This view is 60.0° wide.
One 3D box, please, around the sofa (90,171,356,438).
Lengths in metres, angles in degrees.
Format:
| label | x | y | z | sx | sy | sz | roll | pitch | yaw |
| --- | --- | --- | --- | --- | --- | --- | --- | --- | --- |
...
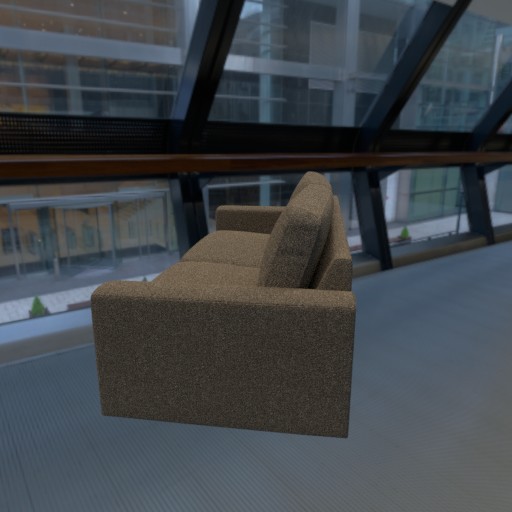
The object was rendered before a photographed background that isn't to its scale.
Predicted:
| label | x | y | z | sx | sy | sz | roll | pitch | yaw |
| --- | --- | --- | --- | --- | --- | --- | --- | --- | --- |
| sofa | 0.000 | 0.000 | 2.644 | 1.016 | 0.873 | 2.179 | 2 | 15 | 8 |
